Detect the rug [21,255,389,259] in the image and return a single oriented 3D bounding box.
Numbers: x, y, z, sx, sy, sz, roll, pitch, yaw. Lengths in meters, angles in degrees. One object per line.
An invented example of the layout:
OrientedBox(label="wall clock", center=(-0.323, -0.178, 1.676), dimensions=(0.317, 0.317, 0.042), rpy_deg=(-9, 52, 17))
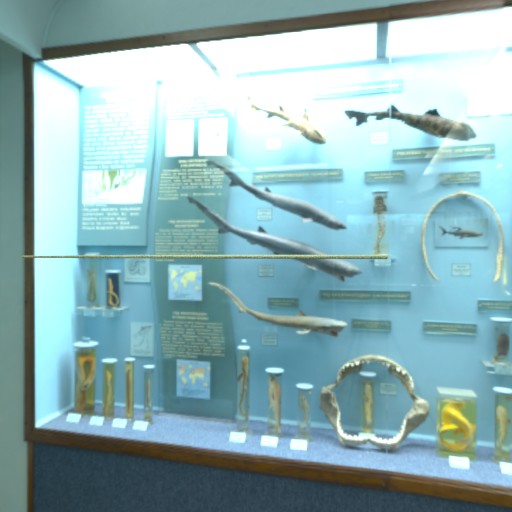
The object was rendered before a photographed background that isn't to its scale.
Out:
OrientedBox(label="rug", center=(0.000, 0.000, 4.237), dimensions=(2.425, 0.016, 3.198), rpy_deg=(0, 0, 17))
